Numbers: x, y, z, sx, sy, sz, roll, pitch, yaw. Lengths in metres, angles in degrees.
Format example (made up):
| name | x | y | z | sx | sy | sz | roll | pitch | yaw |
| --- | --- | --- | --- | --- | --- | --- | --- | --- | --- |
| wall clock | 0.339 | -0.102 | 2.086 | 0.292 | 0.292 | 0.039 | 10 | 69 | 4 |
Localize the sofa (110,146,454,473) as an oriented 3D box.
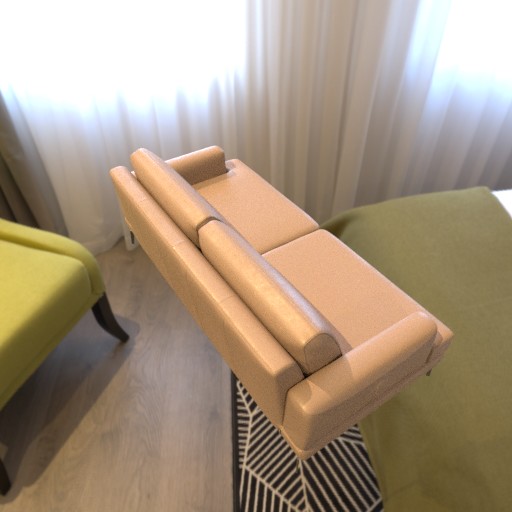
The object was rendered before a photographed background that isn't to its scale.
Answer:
| name | x | y | z | sx | sy | sz | roll | pitch | yaw |
| --- | --- | --- | --- | --- | --- | --- | --- | --- | --- |
| sofa | 0.000 | 0.000 | 2.452 | 0.974 | 0.765 | 1.940 | -25 | 48 | -24 |
